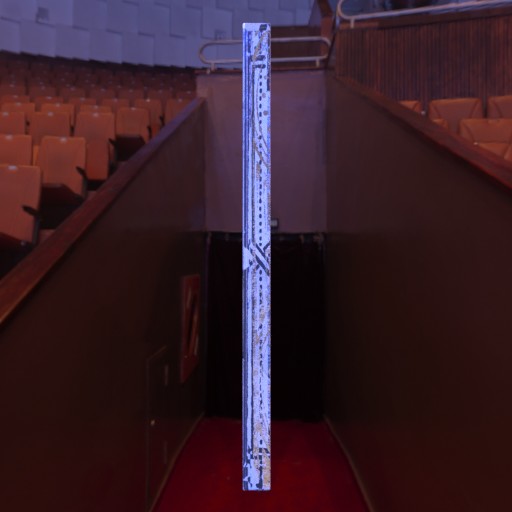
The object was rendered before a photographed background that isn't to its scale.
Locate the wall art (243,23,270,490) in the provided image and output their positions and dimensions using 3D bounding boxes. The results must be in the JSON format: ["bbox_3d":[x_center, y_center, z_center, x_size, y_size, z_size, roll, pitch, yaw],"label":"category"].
[{"bbox_3d":[0.000,0.000,0.878,0.036,0.607,0.609,0,0,0],"label":"wall art"}]
